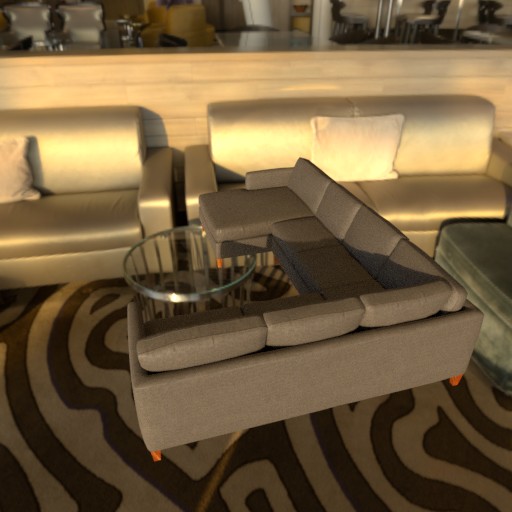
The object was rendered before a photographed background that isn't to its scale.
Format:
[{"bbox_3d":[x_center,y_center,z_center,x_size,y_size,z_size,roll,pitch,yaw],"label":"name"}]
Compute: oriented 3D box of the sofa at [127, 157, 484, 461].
[{"bbox_3d":[0.000,0.000,4.517,2.594,0.961,3.460,-9,32,-14],"label":"sofa"}]
